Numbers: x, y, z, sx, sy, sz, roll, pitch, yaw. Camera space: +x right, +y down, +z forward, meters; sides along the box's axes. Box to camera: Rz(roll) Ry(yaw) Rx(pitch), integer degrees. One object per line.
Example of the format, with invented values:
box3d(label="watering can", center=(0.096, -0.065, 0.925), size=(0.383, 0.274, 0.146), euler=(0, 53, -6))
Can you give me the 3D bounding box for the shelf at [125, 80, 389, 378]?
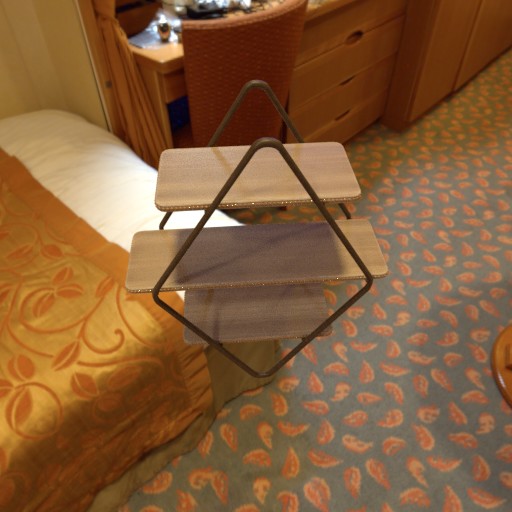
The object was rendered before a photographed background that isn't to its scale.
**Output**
box3d(label="shelf", center=(0.000, 0.000, 1.079), size=(0.609, 0.774, 0.234), euler=(-3, 46, -3))
